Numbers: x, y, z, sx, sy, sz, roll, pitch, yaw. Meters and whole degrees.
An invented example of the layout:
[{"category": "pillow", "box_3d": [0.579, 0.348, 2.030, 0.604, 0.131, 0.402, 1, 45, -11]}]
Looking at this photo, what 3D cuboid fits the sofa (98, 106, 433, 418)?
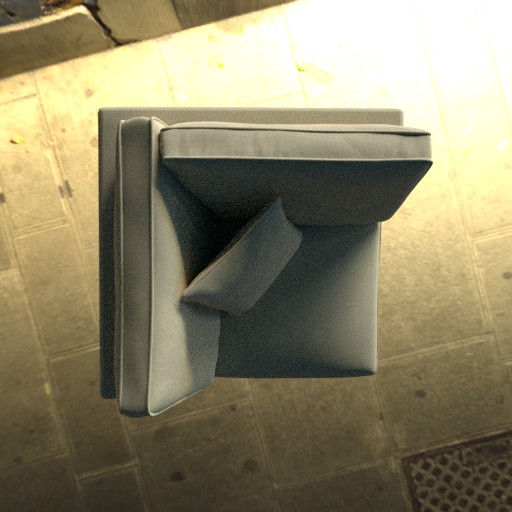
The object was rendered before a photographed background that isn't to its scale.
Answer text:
[{"category": "sofa", "box_3d": [0.000, 0.000, 1.909, 1.146, 1.002, 1.084, 0, 90, -1]}]
